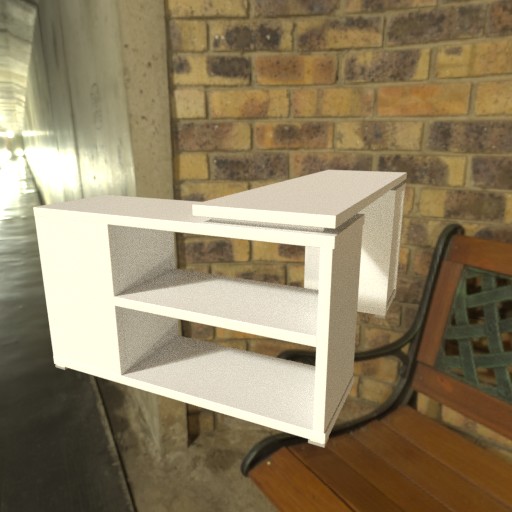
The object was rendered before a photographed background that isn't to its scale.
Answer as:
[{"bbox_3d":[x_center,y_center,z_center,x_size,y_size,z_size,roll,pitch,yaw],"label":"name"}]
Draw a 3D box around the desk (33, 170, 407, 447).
[{"bbox_3d":[0.000,0.000,2.226,1.200,0.753,1.524,7,17,24],"label":"desk"}]
